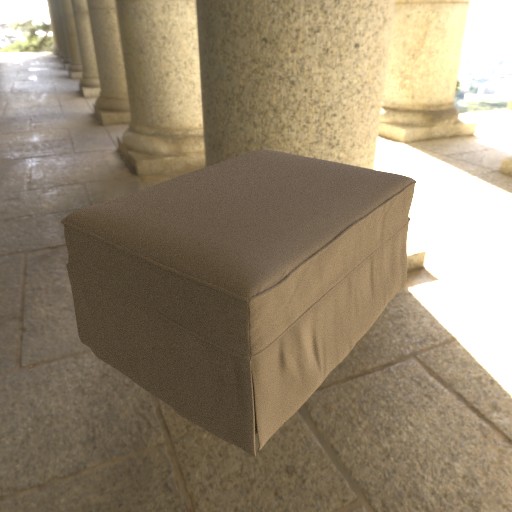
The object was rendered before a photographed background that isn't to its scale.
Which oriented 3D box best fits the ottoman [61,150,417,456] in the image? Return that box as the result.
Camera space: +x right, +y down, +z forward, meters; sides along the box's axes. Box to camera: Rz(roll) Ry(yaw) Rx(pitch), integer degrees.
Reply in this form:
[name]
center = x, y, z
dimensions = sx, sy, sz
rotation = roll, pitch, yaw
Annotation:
[ottoman]
center = 0.000, 0.000, 1.390
dimensions = 0.721, 0.482, 0.959
rotation = 20, 34, 32
